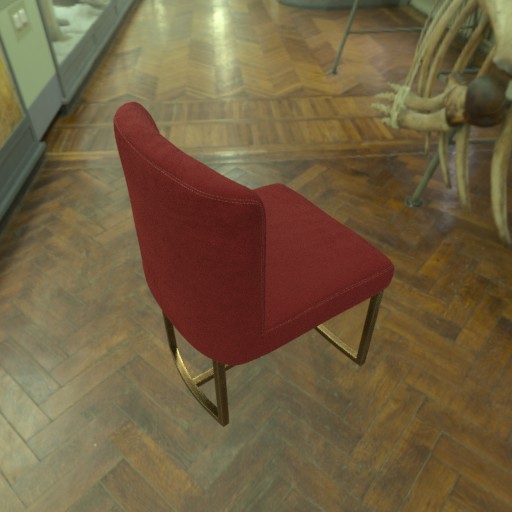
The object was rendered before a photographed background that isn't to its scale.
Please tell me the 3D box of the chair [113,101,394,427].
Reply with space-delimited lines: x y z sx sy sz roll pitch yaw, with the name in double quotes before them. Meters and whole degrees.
"chair" 0.000 0.000 1.210 0.560 0.824 0.530 -25 46 -26
